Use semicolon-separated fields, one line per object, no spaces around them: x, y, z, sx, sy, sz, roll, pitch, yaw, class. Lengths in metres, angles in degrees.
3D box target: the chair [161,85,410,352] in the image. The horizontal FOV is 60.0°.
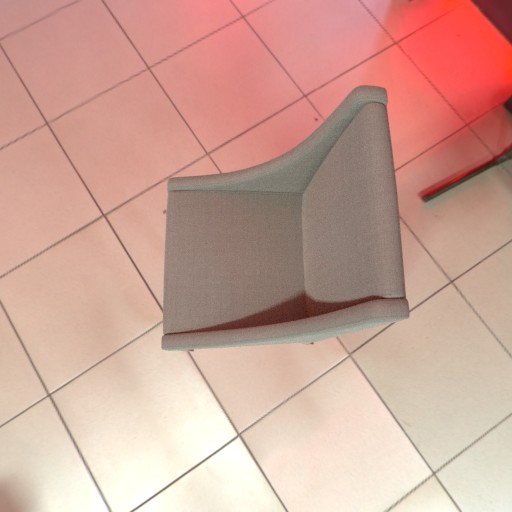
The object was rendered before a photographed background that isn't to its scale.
0.000;0.000;1.417;0.611;1.021;0.575;-1;75;0;chair
